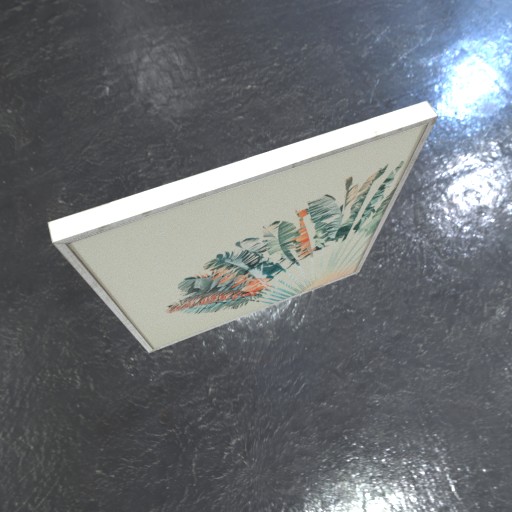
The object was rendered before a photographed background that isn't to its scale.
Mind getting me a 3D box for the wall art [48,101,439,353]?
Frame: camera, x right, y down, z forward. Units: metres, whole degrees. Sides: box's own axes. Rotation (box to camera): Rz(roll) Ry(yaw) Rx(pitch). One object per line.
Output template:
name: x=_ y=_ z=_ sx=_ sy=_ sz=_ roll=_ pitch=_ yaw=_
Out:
wall art: x=0.000 y=0.000 z=0.775 sx=0.508 sy=0.506 sz=0.029 roll=-20 pitch=65 yaw=-10
